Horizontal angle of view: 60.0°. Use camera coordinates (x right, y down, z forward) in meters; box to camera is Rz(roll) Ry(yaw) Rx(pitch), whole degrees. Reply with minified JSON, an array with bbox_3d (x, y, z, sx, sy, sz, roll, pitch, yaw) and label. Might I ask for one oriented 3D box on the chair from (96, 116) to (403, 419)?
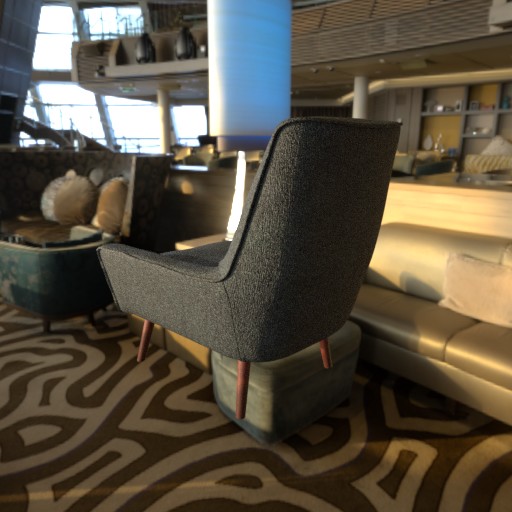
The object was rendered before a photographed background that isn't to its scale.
[{"bbox_3d":[0.000,0.000,1.517,0.763,0.883,0.859,-14,20,-42],"label":"chair"}]
